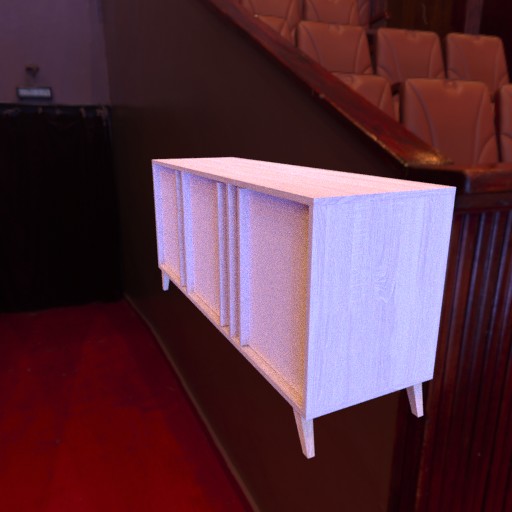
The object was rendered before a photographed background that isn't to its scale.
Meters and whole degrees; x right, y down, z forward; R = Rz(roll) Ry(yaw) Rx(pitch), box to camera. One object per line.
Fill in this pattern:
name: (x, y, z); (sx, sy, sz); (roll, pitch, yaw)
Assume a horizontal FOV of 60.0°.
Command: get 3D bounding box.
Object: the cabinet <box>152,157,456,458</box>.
cabinet: (0.000, 0.000, 2.019); (0.500, 0.780, 1.649); (-8, 18, -25)
